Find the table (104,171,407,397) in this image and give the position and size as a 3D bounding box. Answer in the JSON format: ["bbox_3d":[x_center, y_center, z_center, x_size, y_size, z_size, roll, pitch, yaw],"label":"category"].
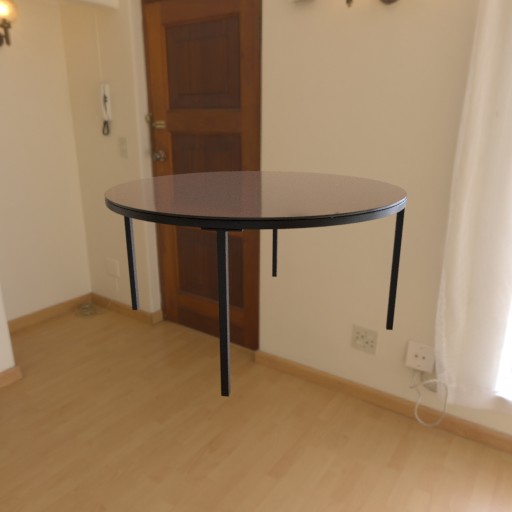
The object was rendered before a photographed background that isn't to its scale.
[{"bbox_3d":[0.000,0.000,1.287,0.800,0.400,0.800,0,17,0],"label":"table"}]
